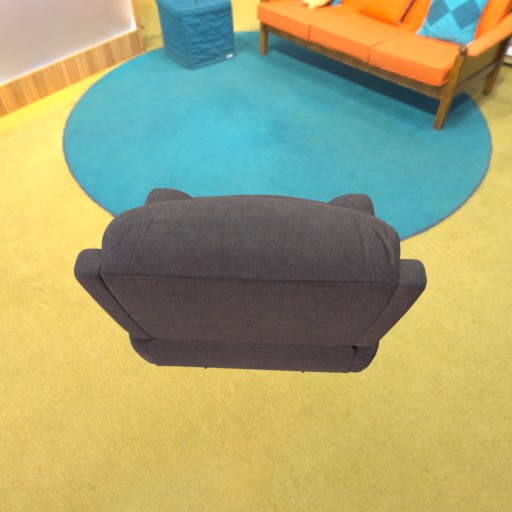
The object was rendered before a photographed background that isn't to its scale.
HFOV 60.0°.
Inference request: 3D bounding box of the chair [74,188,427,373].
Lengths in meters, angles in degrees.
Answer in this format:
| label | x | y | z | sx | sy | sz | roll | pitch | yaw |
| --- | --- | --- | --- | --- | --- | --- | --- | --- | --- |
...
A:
| label | x | y | z | sx | sy | sz | roll | pitch | yaw |
| --- | --- | --- | --- | --- | --- | --- | --- | --- | --- |
| chair | 0.000 | 0.000 | 1.657 | 0.930 | 1.011 | 0.899 | 2 | 47 | 2 |
